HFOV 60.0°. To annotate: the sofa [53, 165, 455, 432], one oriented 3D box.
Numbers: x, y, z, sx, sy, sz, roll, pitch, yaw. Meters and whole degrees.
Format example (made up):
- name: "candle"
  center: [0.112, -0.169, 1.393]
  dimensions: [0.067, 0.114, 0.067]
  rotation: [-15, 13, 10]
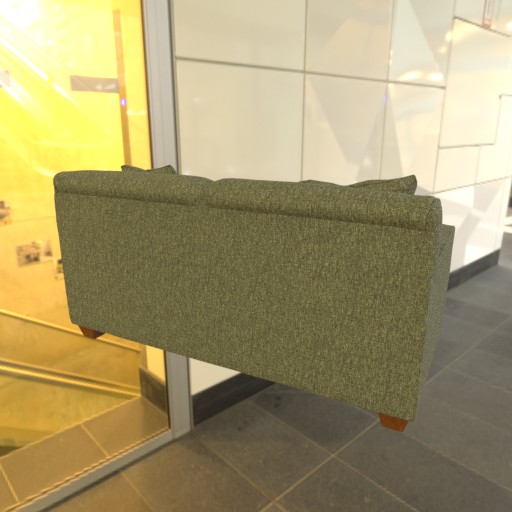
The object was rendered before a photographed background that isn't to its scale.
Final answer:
- name: "sofa"
  center: [0.000, 0.000, 2.342]
  dimensions: [1.846, 0.958, 0.998]
  rotation: [9, 19, 27]
